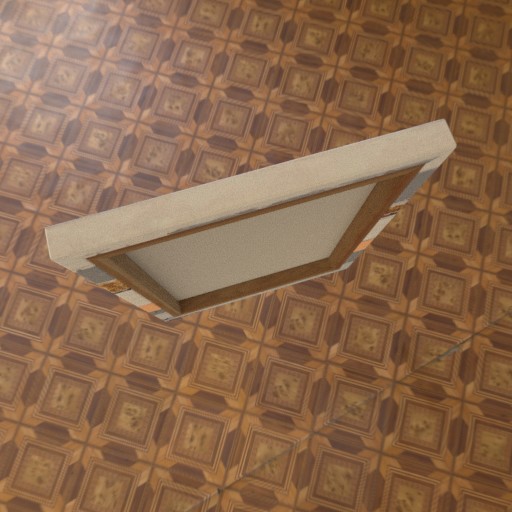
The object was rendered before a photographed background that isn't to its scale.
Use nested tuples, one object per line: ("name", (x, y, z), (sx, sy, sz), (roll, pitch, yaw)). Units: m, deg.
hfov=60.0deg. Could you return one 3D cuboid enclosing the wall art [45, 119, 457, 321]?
("wall art", (0.000, 0.000, 0.773), (0.456, 0.609, 0.038), (-16, 76, -4))
